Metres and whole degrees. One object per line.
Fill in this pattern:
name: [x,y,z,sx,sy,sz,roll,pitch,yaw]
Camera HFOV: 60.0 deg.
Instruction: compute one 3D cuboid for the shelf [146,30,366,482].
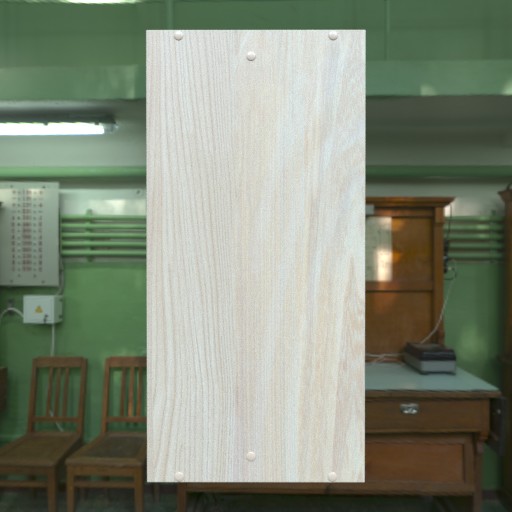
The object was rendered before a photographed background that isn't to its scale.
shelf: [0.000,0.000,0.761,0.290,0.600,0.350,0,1,0]
